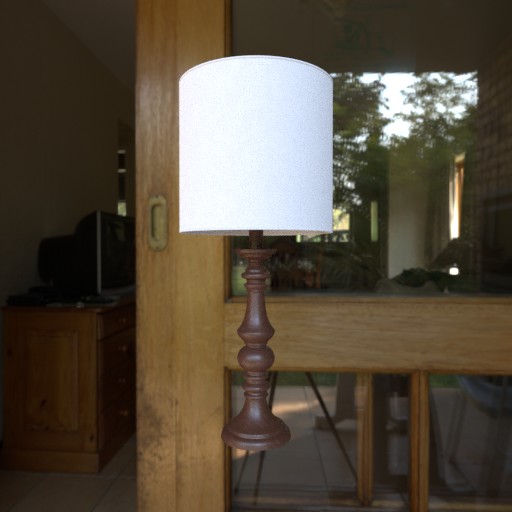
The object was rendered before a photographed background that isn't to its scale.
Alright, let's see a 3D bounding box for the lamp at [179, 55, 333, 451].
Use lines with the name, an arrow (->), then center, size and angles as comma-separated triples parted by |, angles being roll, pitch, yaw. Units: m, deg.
lamp -> 0.000, 0.000, 0.734 | 0.250, 0.597, 0.250 | 0, 1, -2
